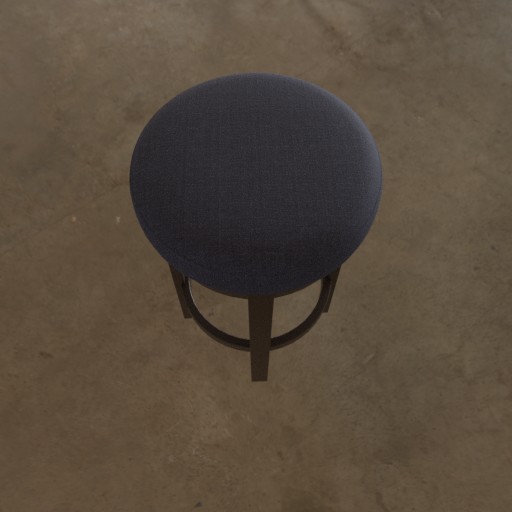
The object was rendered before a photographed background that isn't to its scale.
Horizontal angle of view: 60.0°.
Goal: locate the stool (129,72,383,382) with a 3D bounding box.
[{"bbox_3d":[0.000,0.000,1.052,0.446,0.758,0.446,0,64,0],"label":"stool"}]
